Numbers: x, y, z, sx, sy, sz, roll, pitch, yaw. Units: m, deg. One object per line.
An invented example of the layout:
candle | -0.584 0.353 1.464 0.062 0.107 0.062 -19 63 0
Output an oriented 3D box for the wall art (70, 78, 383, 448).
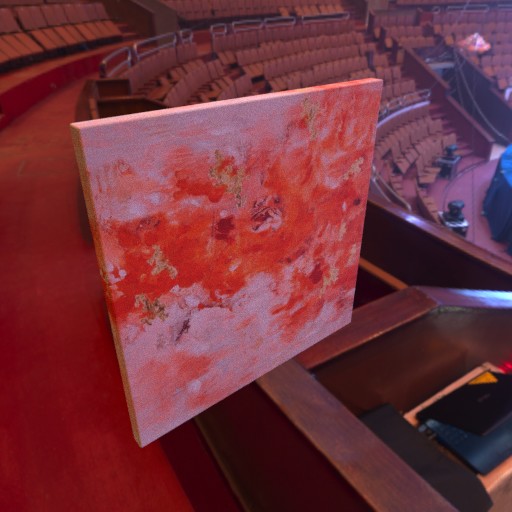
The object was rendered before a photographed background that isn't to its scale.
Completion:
wall art | 0.000 0.000 1.079 0.747 0.746 0.064 -22 37 -33
